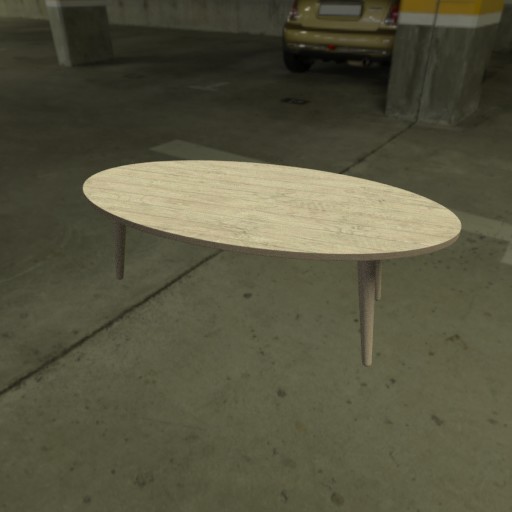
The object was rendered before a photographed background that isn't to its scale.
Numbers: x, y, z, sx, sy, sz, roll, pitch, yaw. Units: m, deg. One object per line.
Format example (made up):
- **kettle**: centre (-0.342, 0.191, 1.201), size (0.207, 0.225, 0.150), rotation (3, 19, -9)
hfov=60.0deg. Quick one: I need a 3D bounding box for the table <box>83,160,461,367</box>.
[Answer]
- **table**: centre (0.000, 0.000, 1.356), size (1.083, 0.390, 0.542), rotation (10, 33, 15)
